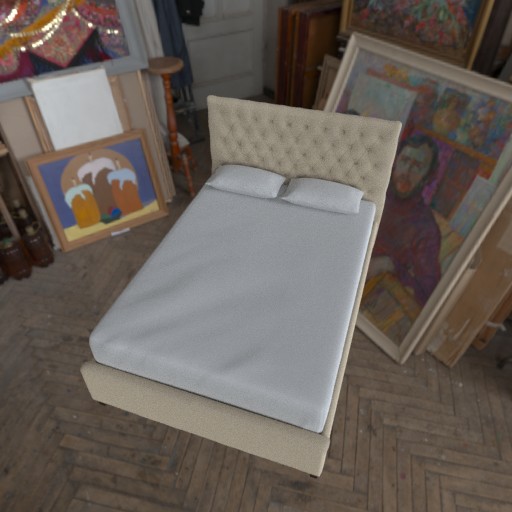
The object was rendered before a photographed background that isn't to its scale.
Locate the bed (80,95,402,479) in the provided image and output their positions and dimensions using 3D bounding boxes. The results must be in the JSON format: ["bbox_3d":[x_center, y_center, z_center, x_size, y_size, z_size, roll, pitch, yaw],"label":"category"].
[{"bbox_3d":[0.000,0.000,3.400,1.698,1.427,2.387,13,43,14],"label":"bed"}]
